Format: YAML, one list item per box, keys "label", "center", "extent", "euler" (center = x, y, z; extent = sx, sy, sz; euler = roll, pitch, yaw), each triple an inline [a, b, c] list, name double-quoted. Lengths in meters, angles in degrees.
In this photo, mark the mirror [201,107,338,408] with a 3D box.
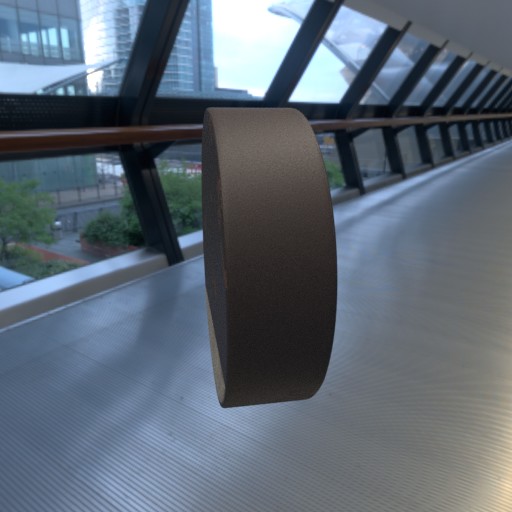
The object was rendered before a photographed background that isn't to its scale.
- label: "mirror"
  center: [0.000, 0.000, 0.608]
  extent: [0.126, 0.386, 0.386]
  euler: [-3, 17, -10]
